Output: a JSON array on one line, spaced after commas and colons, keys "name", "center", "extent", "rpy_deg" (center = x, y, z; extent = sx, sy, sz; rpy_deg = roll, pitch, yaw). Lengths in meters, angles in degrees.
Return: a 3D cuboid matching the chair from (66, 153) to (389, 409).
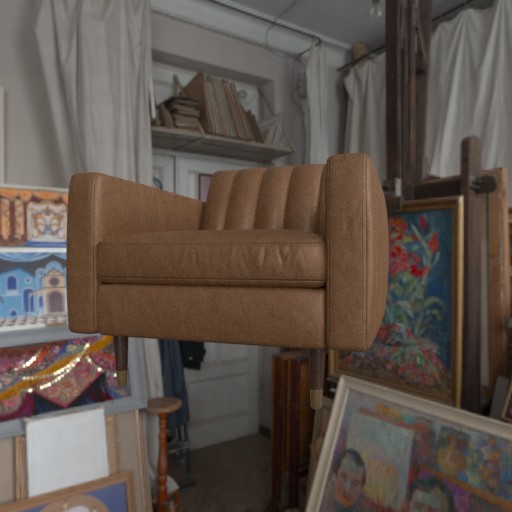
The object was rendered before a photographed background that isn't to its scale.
[{"name": "chair", "center": [0.000, 0.000, 1.671], "extent": [0.953, 0.819, 0.998], "rpy_deg": [0, 0, 18]}]
